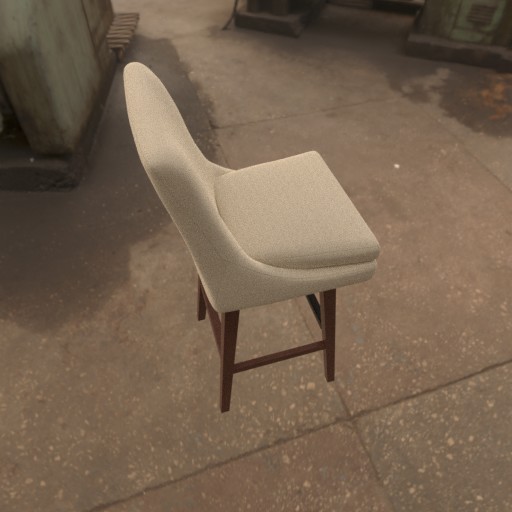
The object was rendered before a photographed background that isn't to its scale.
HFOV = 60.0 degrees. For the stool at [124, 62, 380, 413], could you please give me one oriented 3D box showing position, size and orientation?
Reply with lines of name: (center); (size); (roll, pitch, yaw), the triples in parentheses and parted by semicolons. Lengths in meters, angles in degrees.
stool: (0.000, 0.000, 1.369); (0.559, 1.093, 0.483); (-12, 49, -11)
